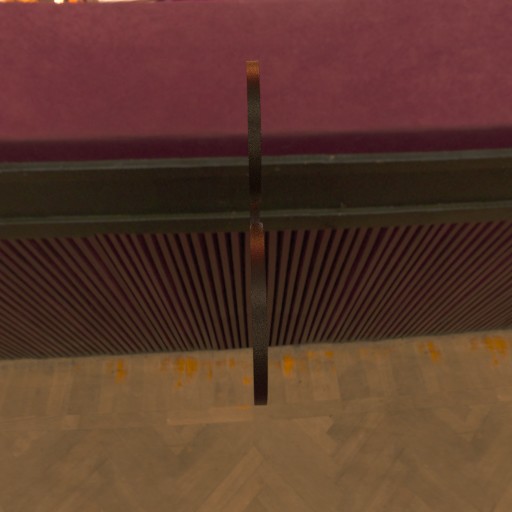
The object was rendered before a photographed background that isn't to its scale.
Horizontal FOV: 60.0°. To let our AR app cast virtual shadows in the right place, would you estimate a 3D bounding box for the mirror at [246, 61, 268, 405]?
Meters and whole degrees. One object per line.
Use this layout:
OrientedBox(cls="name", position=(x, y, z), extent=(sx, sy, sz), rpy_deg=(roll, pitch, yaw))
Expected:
OrientedBox(cls="mirror", position=(0.000, 0.000, 3.255), extent=(0.076, 2.096, 2.160), rpy_deg=(-1, 64, -1))
